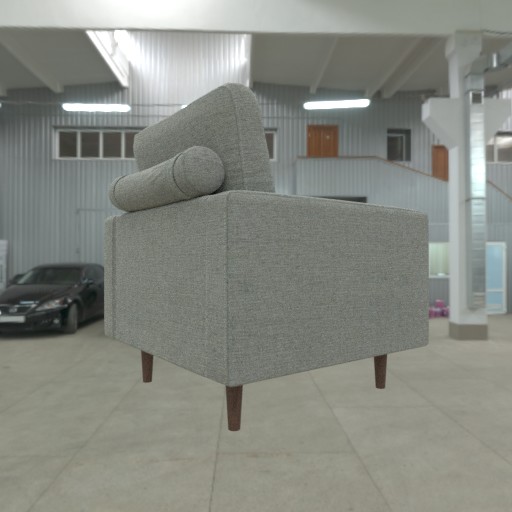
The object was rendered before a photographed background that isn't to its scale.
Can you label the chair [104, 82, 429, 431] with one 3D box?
[{"bbox_3d":[0.000,0.000,1.505,0.843,0.880,0.821,0,0,-37],"label":"chair"}]
